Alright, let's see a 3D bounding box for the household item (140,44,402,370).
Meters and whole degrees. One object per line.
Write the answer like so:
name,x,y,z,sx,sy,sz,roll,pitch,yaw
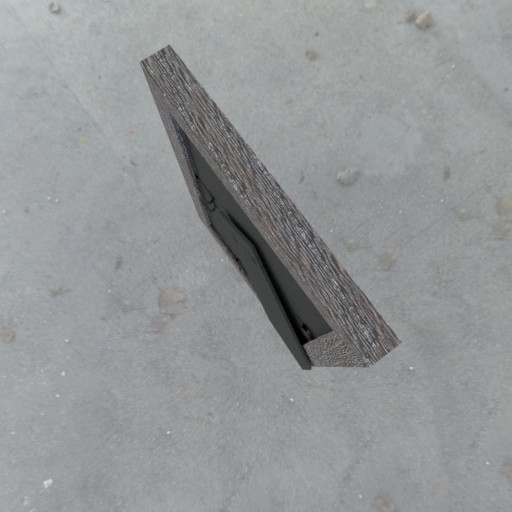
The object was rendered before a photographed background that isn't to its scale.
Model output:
household item,0.000,0.000,0.282,0.020,0.210,0.160,-35,79,-8
